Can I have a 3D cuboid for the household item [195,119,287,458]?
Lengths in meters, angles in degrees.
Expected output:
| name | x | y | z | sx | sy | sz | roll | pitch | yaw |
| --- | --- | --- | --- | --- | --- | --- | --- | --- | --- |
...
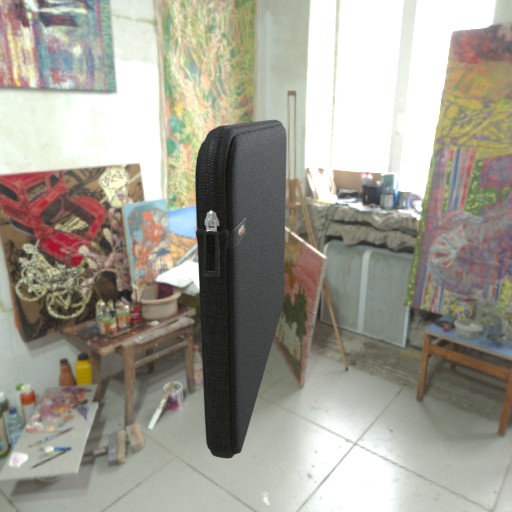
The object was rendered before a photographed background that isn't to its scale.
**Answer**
| name | x | y | z | sx | sy | sz | roll | pitch | yaw |
| --- | --- | --- | --- | --- | --- | --- | --- | --- | --- |
| household item | 0.000 | 0.000 | 0.526 | 0.030 | 0.305 | 0.396 | 3 | 18 | 9 |
